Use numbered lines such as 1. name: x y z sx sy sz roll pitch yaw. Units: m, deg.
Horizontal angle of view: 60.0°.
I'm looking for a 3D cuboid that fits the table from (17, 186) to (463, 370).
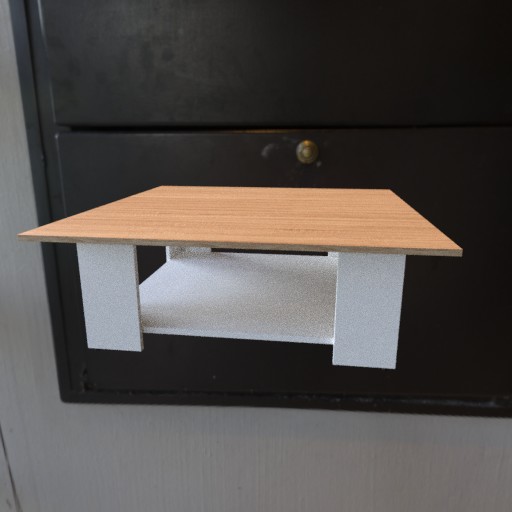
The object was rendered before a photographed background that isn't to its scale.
1. table: 0.000 0.000 1.337 0.890 0.305 0.890 2 16 8
